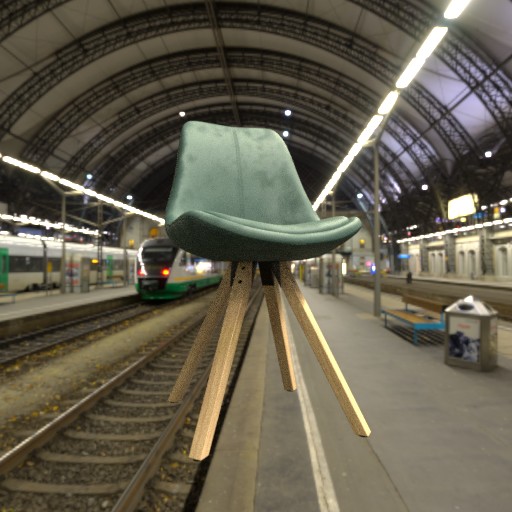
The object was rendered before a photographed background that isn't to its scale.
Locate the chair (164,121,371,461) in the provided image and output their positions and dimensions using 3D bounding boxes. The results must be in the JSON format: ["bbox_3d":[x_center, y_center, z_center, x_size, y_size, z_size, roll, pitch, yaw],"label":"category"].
[{"bbox_3d":[0.000,0.000,1.203,0.483,0.865,0.547,0,-1,-19],"label":"chair"}]
